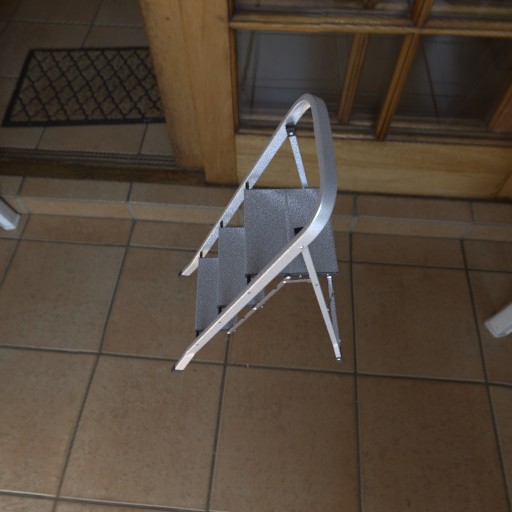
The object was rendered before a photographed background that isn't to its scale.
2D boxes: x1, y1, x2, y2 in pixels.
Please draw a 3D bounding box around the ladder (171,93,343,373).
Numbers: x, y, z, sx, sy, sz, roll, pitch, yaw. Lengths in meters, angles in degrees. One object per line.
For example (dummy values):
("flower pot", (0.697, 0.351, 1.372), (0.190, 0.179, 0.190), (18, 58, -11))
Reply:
("ladder", (0.000, 0.000, 1.468), (0.704, 1.070, 0.465), (-1, 59, -1))
